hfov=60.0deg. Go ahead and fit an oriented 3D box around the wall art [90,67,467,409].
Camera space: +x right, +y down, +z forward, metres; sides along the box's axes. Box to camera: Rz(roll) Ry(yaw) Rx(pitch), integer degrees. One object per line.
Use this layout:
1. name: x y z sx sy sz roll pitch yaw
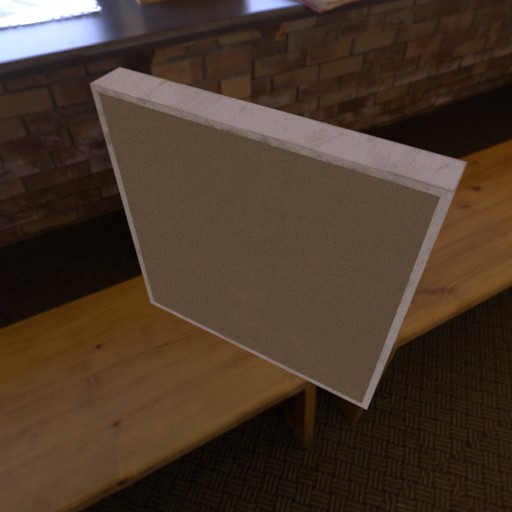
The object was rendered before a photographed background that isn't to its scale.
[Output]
1. wall art: 0.000 0.000 0.447 0.305 0.303 0.038 22 50 20
